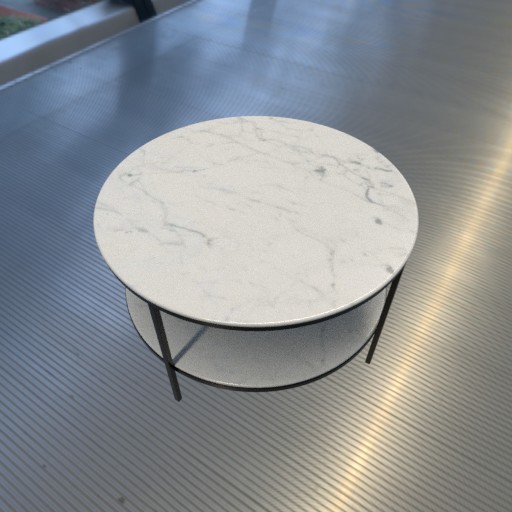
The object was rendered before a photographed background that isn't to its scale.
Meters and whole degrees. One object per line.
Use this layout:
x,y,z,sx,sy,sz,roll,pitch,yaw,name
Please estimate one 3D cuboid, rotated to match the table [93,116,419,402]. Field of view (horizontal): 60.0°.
0.000,0.000,1.284,0.800,0.450,0.800,0,46,0,table
